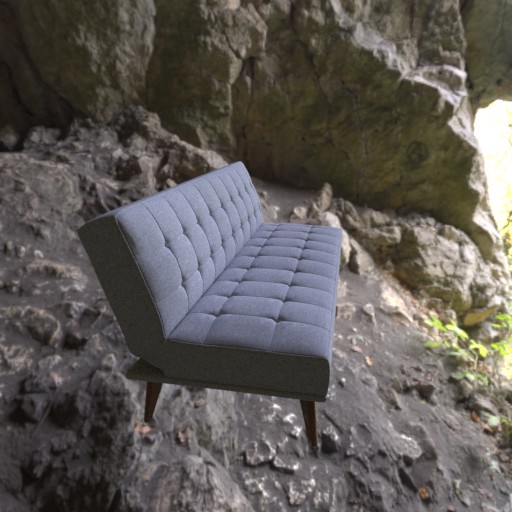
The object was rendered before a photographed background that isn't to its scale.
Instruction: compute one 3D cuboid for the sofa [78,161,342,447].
[{"bbox_3d":[0.000,0.000,2.321,0.860,0.810,1.800,4,18,11],"label":"sofa"}]
